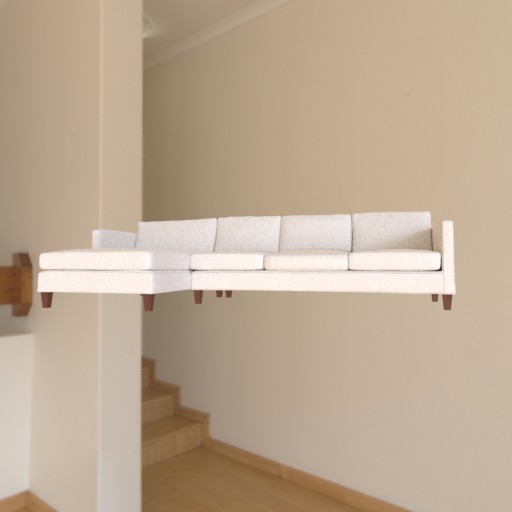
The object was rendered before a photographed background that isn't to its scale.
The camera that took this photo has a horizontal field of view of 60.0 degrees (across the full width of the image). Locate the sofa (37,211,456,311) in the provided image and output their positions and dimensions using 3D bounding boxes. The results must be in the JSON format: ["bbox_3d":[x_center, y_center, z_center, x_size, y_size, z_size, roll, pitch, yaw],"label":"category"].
[{"bbox_3d":[0.000,0.000,3.874,3.186,0.846,1.625,0,-1,16],"label":"sofa"}]
